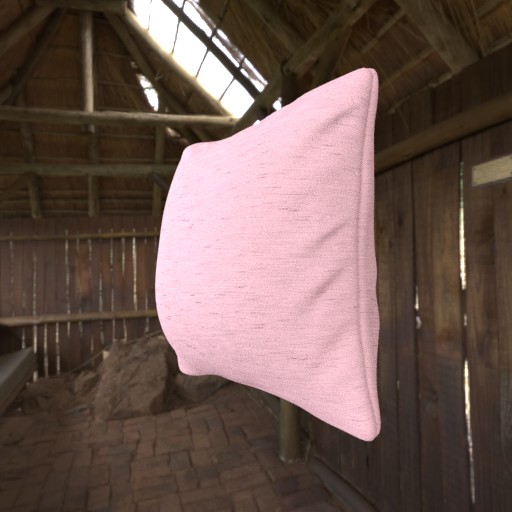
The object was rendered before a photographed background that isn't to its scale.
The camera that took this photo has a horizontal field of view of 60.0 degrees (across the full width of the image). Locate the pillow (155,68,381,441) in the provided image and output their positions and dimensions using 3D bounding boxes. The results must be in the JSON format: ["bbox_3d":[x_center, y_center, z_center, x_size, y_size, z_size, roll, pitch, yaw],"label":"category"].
[{"bbox_3d":[0.000,0.000,0.653,0.246,0.415,0.432,2,-3,-37],"label":"pillow"}]
